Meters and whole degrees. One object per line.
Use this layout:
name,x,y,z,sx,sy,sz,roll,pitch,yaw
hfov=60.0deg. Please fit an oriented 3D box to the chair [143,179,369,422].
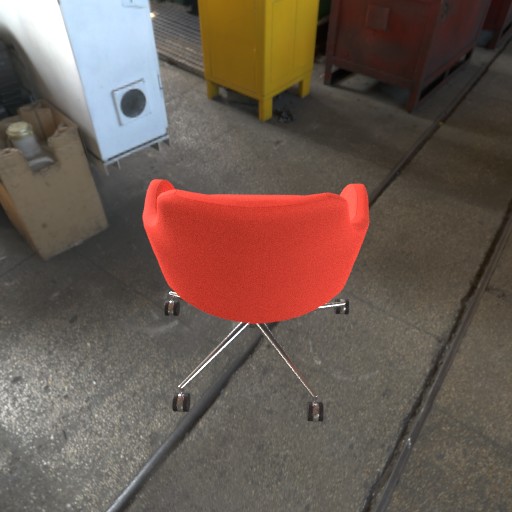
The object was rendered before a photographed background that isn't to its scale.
chair,0.000,0.000,1.244,0.655,0.820,0.600,1,46,1
